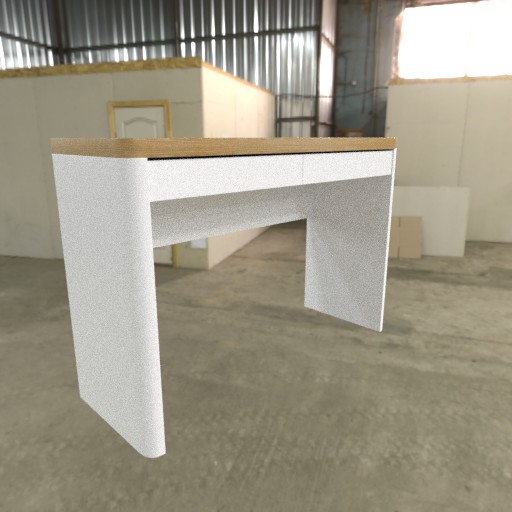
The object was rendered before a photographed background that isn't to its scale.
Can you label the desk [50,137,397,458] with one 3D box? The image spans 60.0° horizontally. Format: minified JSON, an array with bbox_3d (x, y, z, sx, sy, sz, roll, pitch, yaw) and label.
[{"bbox_3d":[0.000,0.000,1.474,1.100,0.760,0.390,-14,21,-43],"label":"desk"}]
